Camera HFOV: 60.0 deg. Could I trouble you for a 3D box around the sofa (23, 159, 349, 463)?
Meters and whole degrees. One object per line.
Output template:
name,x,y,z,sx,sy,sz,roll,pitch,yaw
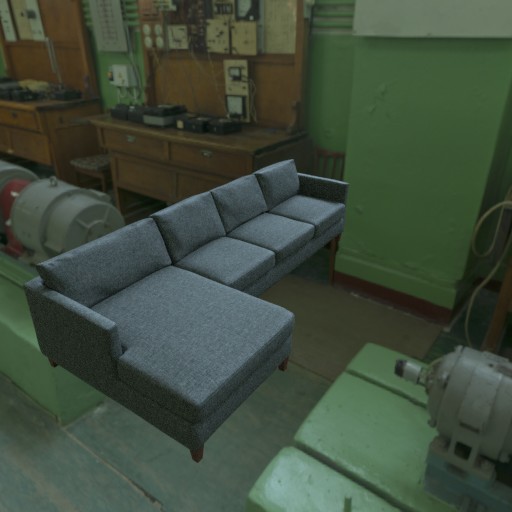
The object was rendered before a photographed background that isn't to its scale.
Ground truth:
sofa,0.000,0.000,4.056,1.635,0.960,3.485,18,32,31
